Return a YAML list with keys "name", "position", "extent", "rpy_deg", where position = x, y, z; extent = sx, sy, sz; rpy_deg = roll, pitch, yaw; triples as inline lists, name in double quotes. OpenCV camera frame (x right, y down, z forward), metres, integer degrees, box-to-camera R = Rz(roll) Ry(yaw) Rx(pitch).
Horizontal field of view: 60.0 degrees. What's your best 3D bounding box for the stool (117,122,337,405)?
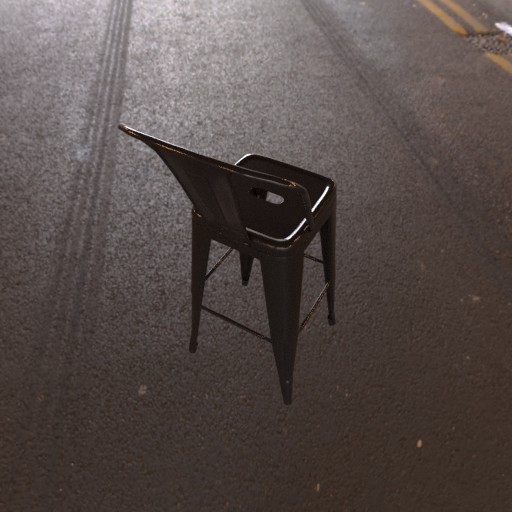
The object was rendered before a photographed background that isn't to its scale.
- name: "stool"
  position: [0.000, 0.000, 1.306]
  extent: [0.432, 1.022, 0.528]
  rpy_deg: [23, 51, 20]
